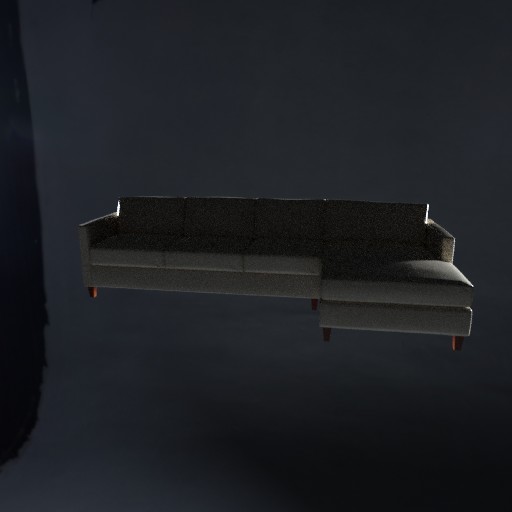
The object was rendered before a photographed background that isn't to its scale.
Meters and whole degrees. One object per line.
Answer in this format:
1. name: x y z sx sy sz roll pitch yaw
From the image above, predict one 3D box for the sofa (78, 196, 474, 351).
1. sofa: 0.000 0.000 4.199 3.471 0.954 1.603 2 15 9
